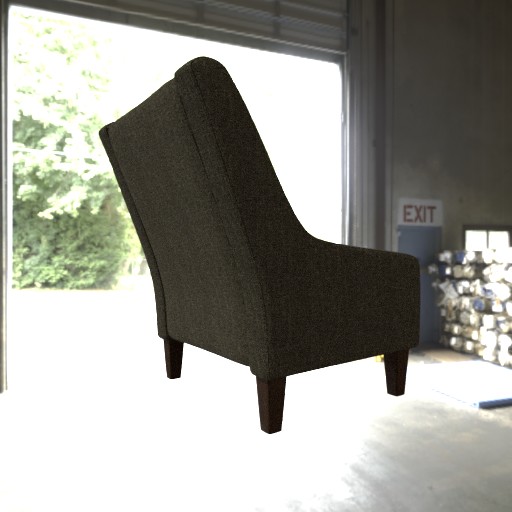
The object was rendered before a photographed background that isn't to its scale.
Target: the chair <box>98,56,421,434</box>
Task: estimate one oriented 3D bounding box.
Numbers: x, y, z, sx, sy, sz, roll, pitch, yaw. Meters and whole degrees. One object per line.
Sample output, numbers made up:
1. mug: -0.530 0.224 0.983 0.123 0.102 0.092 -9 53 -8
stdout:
1. chair: 0.000 0.000 1.658 0.944 1.012 0.793 0 1 -35
